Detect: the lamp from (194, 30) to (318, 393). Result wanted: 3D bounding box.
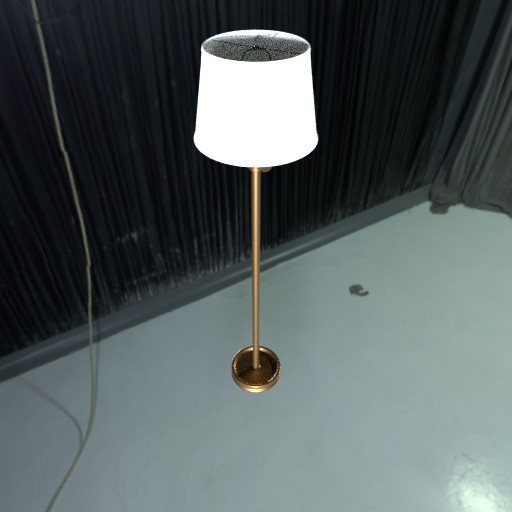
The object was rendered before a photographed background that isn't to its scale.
[{"bbox_3d":[0.000,0.000,0.794,0.178,0.710,0.178,0,41,0],"label":"lamp"}]
